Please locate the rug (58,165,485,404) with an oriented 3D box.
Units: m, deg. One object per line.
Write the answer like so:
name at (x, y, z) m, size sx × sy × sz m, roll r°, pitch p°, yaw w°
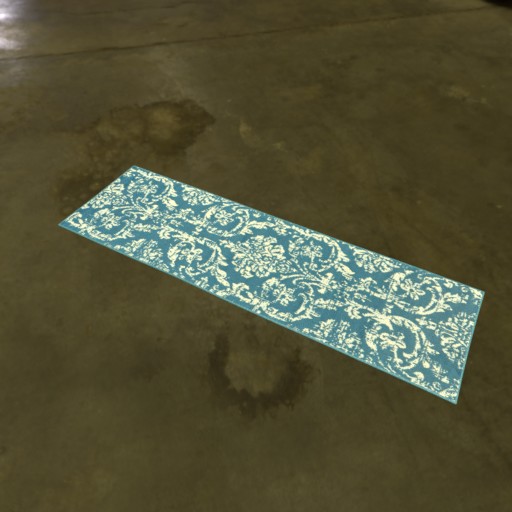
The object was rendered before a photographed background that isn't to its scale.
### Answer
rug at (0.000, 0.000, 2.338) m, size 2.196 × 0.011 × 0.662 m, roll 22°, pitch 50°, yaw 20°
